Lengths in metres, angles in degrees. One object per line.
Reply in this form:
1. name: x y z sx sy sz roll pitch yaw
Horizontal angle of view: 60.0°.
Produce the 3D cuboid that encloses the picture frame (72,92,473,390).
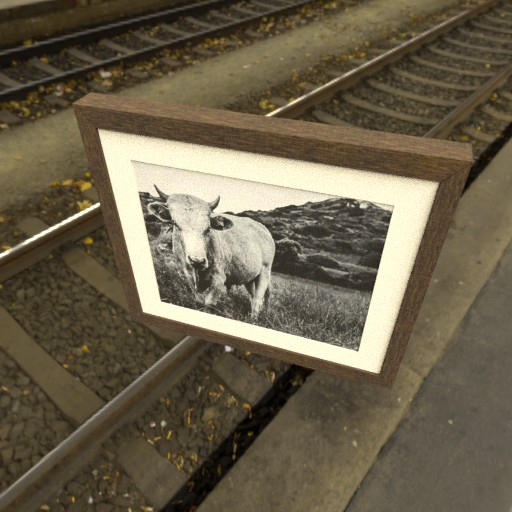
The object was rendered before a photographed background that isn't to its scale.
1. picture frame: 0.000 0.000 0.521 0.378 0.330 0.033 12 42 14
